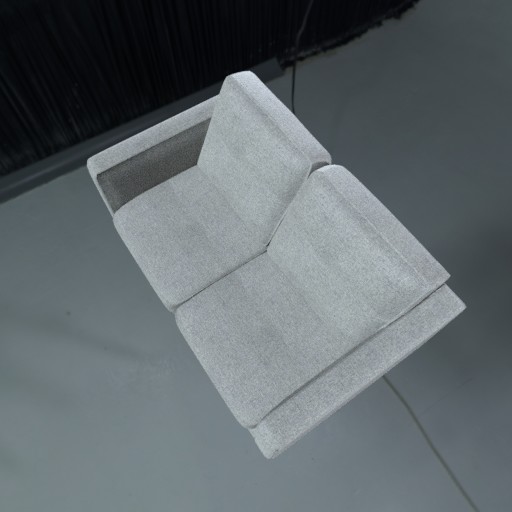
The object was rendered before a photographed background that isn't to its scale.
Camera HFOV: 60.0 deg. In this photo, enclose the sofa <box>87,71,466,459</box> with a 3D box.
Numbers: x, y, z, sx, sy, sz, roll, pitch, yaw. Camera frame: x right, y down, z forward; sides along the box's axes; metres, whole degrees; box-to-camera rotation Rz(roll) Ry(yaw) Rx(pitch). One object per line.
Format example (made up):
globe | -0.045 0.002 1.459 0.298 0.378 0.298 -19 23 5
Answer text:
sofa | 0.000 0.000 2.124 0.969 0.973 1.527 -32 67 -15
